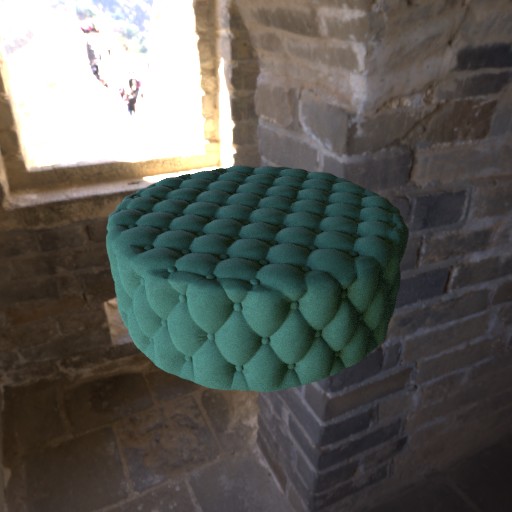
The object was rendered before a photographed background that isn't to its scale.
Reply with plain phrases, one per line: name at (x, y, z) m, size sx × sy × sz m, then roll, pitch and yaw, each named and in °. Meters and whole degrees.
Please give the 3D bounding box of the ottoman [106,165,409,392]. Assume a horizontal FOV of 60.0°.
ottoman at (0.000, 0.000, 1.584) m, size 0.998 × 0.399 × 0.998 m, roll 0°, pitch 29°, yaw 0°
